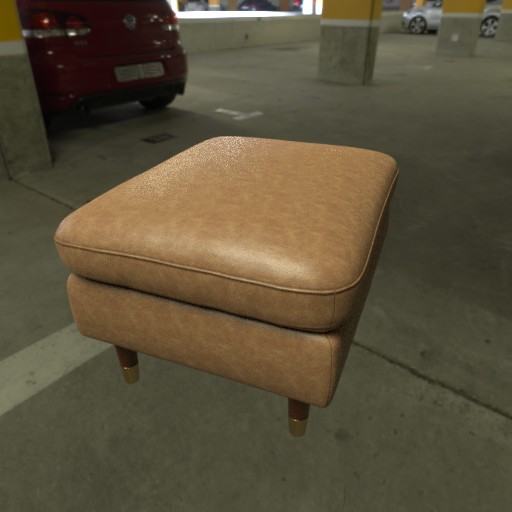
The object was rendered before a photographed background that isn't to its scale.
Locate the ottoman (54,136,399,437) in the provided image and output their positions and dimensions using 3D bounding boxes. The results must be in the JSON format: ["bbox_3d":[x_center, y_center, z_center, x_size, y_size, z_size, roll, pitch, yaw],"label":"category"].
[{"bbox_3d":[0.000,0.000,1.119,0.593,0.478,0.747,11,31,18],"label":"ottoman"}]
